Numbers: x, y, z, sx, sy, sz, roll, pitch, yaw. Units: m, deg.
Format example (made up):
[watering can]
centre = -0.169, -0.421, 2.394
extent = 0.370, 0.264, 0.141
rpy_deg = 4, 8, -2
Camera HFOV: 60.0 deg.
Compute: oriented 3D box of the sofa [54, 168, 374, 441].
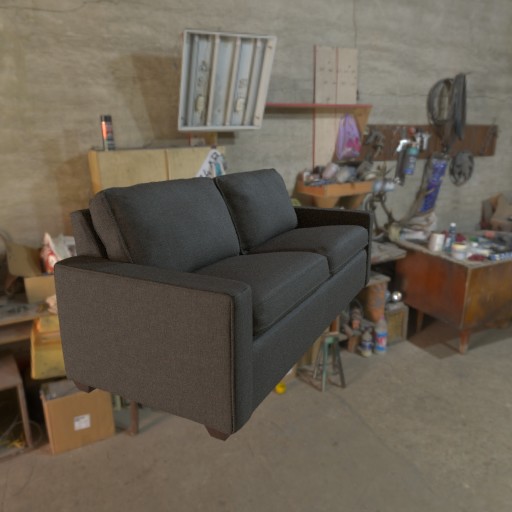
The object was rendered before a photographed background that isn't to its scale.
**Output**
[sofa]
centre = 0.000, 0.000, 2.590
extent = 0.940, 0.919, 2.080
rpy_deg = 7, 16, 26
